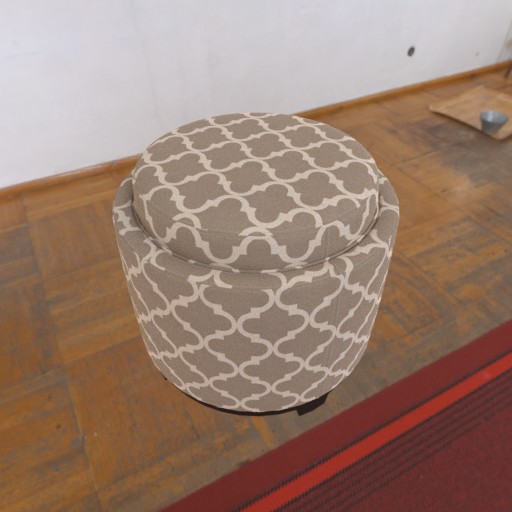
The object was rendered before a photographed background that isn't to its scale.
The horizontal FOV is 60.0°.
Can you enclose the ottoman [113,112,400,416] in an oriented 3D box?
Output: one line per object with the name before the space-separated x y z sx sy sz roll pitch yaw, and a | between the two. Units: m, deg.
ottoman | 0.000 0.000 0.841 0.480 0.429 0.480 0 41 0
